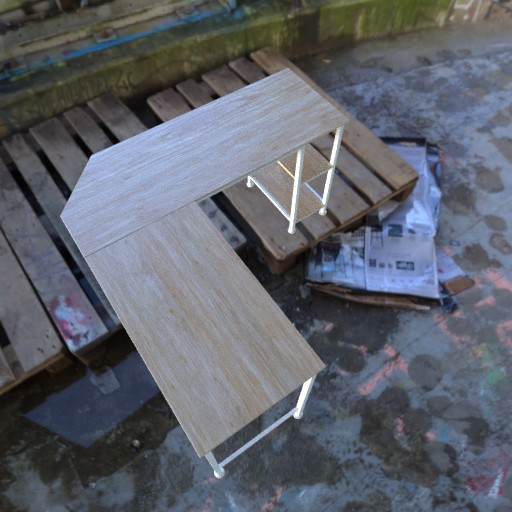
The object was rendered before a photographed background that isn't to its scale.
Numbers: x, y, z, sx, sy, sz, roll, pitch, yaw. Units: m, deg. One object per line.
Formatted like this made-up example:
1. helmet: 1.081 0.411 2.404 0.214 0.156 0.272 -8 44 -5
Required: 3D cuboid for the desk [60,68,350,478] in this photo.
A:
1. desk: 0.000 0.000 2.181 1.379 0.739 1.379 -31 63 -18
